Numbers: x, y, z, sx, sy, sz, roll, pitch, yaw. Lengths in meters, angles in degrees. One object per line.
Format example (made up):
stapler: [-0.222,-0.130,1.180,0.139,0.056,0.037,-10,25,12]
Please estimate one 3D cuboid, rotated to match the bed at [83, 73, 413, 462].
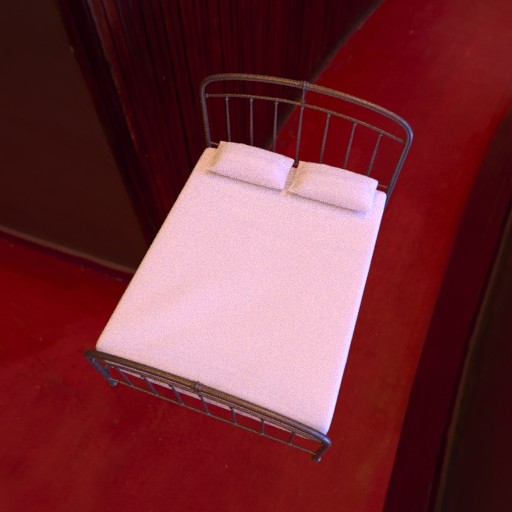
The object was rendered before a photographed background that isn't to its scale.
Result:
bed: [0.000,0.000,3.245,1.711,1.475,2.168,16,60,10]
